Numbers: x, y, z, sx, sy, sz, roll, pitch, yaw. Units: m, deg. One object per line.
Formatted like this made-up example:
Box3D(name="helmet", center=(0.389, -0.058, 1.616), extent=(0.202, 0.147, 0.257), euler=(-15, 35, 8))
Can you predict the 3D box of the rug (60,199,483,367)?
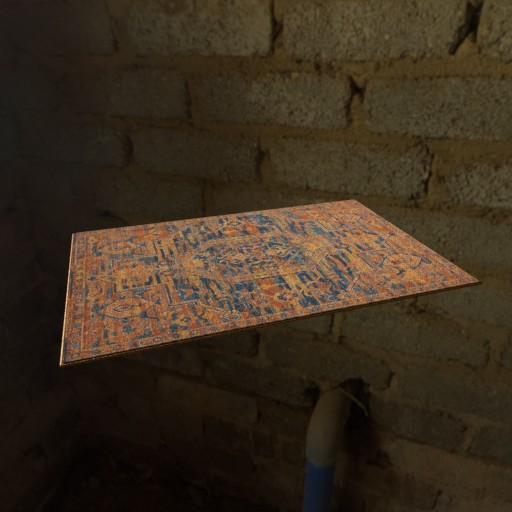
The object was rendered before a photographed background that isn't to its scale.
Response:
Box3D(name="rug", center=(0.000, 0.000, 1.085), extent=(0.863, 0.008, 0.557), euler=(-9, 28, -16))
